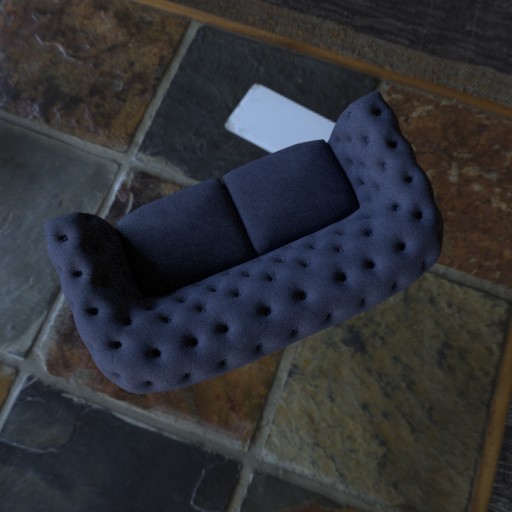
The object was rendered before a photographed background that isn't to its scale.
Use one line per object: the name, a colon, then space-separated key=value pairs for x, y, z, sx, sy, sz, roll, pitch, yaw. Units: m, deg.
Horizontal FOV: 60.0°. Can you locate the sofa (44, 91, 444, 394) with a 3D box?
sofa: x=0.000 y=0.000 z=2.562 sx=1.988 sy=0.833 sz=1.082 roll=-23 pitch=77 yaw=-5
